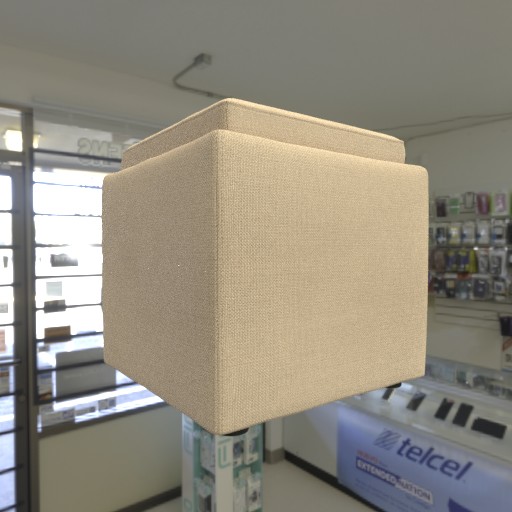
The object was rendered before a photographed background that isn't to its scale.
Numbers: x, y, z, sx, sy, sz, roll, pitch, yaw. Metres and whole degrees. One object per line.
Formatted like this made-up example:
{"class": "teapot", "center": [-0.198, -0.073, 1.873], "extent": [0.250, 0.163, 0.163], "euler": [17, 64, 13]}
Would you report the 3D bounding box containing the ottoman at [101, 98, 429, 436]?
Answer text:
{"class": "ottoman", "center": [0.000, 0.000, 0.829], "extent": [0.450, 0.460, 0.451], "euler": [-1, 1, -36]}
